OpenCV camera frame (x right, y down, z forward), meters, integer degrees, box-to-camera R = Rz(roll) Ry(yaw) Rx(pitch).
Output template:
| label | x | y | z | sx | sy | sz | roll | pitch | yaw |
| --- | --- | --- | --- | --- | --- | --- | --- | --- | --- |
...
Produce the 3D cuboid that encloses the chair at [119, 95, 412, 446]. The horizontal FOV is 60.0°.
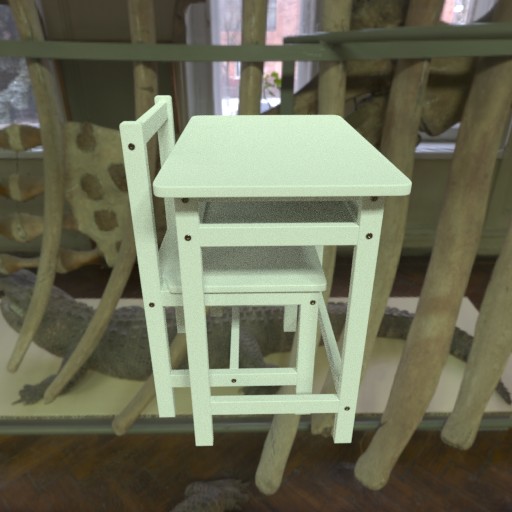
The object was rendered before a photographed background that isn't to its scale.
| label | x | y | z | sx | sy | sz | roll | pitch | yaw |
| --- | --- | --- | --- | --- | --- | --- | --- | --- | --- |
| chair | 0.000 | 0.000 | 1.042 | 0.461 | 0.673 | 0.599 | -1 | 27 | -1 |
